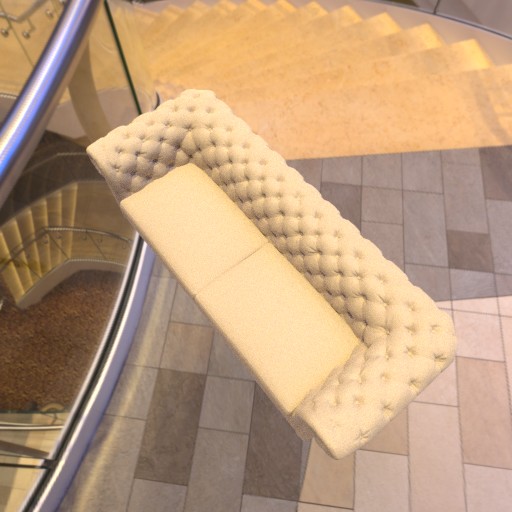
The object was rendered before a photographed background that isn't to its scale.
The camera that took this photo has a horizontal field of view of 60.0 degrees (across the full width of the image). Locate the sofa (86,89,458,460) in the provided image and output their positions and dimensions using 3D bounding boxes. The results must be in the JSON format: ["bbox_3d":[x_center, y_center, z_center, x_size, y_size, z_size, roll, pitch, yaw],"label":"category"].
[{"bbox_3d":[0.000,0.000,3.149,1.076,0.847,2.694,-36,69,-16],"label":"sofa"}]
